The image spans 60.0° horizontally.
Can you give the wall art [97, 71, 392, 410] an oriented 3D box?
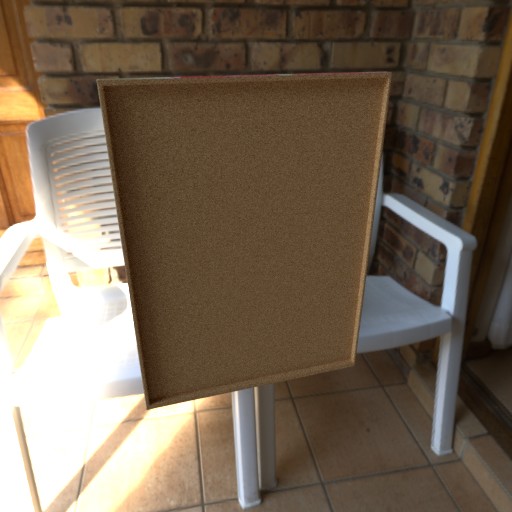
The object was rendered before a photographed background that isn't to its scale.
[{"bbox_3d":[0.000,0.000,1.341,0.762,1.015,0.031,-8,28,-15],"label":"wall art"}]
